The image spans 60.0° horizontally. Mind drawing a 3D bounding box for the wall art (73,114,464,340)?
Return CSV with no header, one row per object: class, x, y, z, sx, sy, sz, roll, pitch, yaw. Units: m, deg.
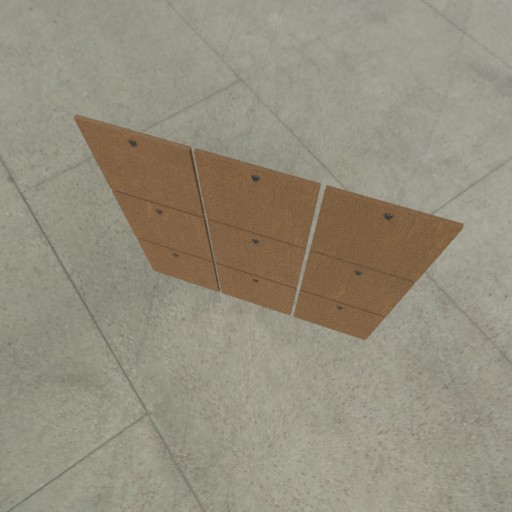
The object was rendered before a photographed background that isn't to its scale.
wall art,0.000,0.000,1.400,0.915,0.913,0.018,17,66,8
